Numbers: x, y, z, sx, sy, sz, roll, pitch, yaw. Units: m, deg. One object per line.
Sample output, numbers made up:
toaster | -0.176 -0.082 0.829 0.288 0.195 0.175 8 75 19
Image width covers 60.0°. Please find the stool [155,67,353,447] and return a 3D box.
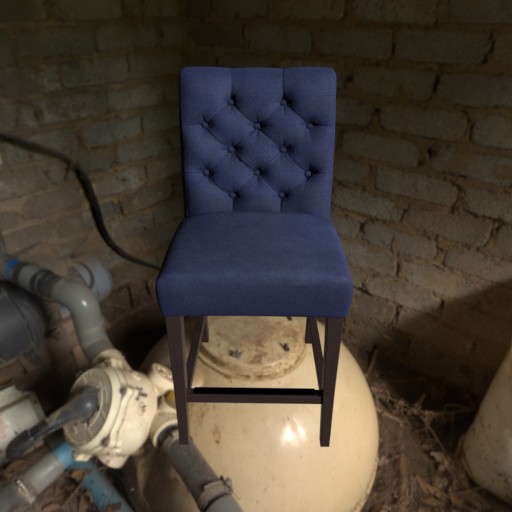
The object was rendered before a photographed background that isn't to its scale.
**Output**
stool | 0.000 0.000 1.348 0.493 1.010 0.601 0 29 1
